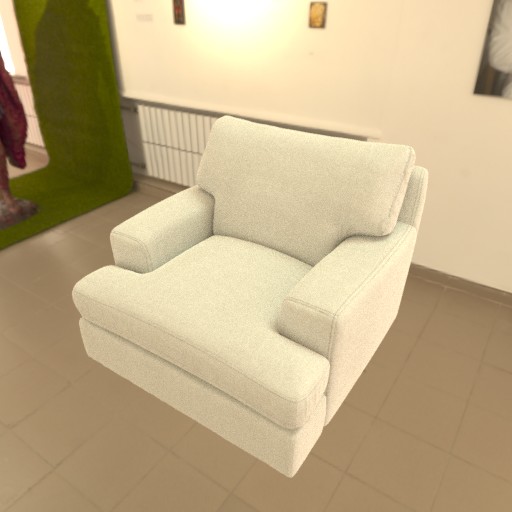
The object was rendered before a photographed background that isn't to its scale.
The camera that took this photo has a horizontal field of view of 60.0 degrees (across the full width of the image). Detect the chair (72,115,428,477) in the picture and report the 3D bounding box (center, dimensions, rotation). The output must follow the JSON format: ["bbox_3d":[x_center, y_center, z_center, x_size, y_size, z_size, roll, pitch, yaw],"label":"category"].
[{"bbox_3d":[0.000,0.000,1.927,1.140,0.930,1.158,19,36,29],"label":"chair"}]
